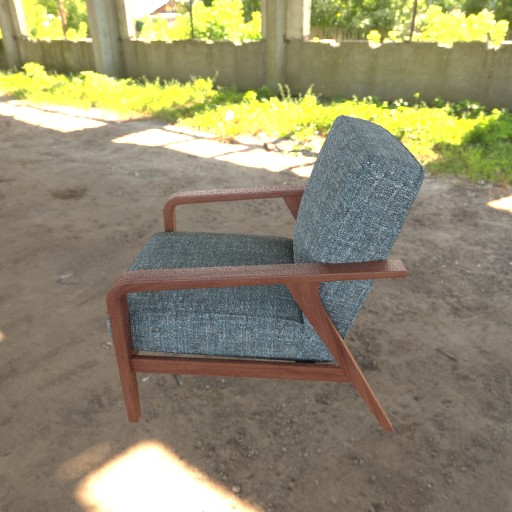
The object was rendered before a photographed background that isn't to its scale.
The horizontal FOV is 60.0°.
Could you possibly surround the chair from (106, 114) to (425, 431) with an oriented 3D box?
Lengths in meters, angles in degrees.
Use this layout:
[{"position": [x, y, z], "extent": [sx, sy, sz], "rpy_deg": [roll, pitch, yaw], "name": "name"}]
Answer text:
[{"position": [0.000, 0.000, 1.506], "extent": [0.889, 0.864, 0.719], "rpy_deg": [1, 27, 2], "name": "chair"}]
